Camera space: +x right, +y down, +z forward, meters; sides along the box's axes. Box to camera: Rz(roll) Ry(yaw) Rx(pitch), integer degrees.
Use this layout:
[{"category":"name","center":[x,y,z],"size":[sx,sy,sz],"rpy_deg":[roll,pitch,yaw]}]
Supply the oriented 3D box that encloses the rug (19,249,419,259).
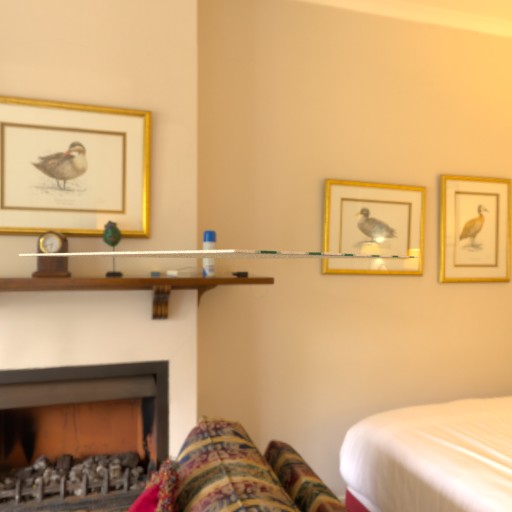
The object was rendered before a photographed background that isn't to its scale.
[{"category":"rug","center":[0.000,0.000,3.019],"size":[1.521,0.015,2.436],"rpy_deg":[-1,-1,35]}]
